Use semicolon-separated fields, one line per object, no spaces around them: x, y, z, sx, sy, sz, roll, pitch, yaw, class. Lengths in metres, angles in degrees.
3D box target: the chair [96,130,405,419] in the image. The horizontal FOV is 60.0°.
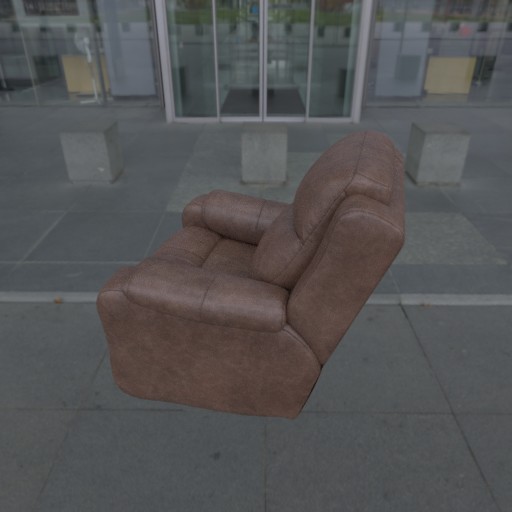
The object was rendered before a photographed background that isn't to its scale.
0.000;0.000;1.829;1.067;0.990;0.940;8;31;14;chair
